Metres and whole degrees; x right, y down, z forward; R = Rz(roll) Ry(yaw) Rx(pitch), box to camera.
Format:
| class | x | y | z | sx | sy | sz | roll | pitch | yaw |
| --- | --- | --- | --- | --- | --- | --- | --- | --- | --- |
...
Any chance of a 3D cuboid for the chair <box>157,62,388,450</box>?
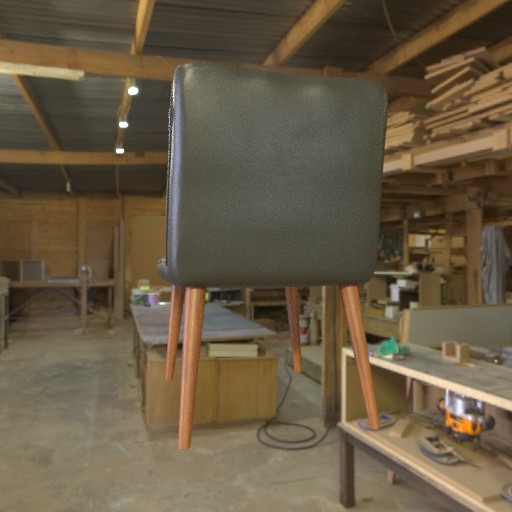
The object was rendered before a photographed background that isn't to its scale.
| class | x | y | z | sx | sy | sz | roll | pitch | yaw |
| --- | --- | --- | --- | --- | --- | --- | --- | --- | --- |
| chair | 0.000 | 0.000 | 1.230 | 0.543 | 0.801 | 0.645 | 0 | 0 | -19 |
